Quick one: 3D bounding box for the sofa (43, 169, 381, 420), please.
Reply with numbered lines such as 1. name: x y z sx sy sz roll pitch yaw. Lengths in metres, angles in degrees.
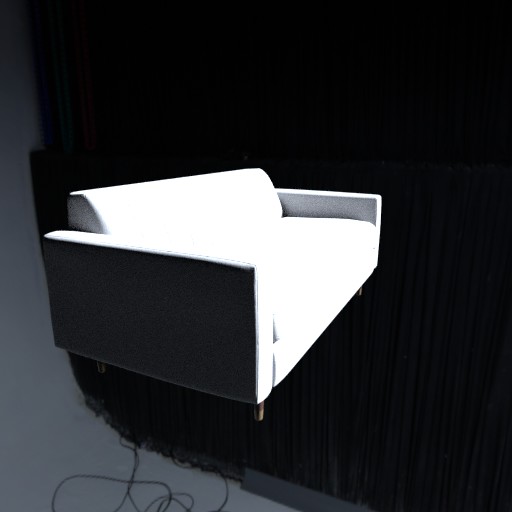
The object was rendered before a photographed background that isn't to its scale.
1. sofa: 0.000 0.000 2.389 0.969 0.814 1.895 7 17 26
